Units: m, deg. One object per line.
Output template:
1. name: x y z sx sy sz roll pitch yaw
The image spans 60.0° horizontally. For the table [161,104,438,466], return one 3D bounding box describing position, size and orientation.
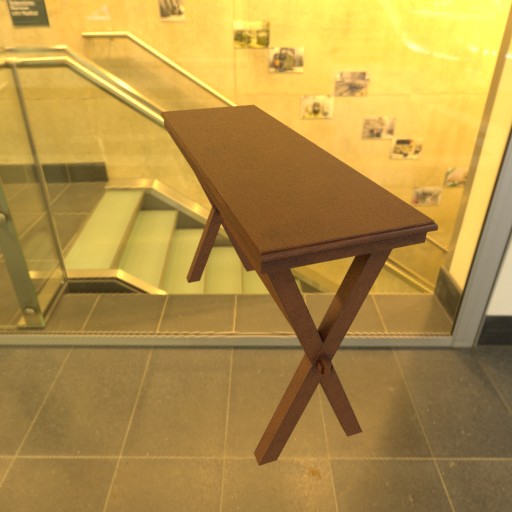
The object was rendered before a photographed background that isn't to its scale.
1. table: 0.000 0.000 1.558 0.399 0.763 1.197 -10 32 -16
